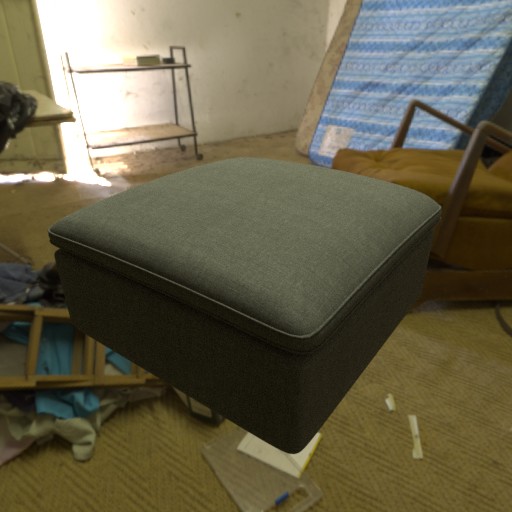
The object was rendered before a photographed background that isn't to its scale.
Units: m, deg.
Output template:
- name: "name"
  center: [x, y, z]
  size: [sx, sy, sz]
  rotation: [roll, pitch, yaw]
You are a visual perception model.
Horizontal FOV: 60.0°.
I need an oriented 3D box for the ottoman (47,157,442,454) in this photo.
- name: "ottoman"
  center: [0.000, 0.000, 1.694]
  size: [1.067, 0.559, 1.067]
  rotation: [18, 32, 32]
